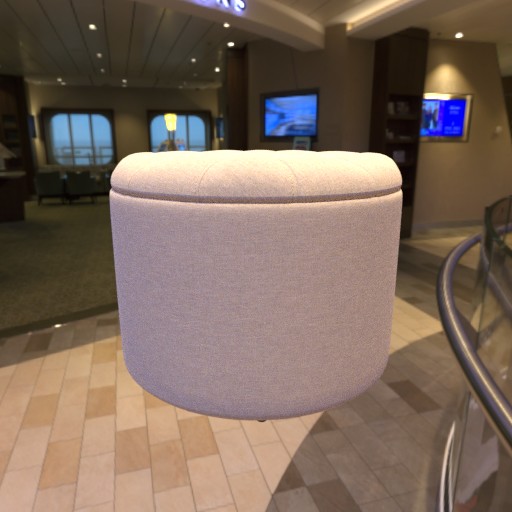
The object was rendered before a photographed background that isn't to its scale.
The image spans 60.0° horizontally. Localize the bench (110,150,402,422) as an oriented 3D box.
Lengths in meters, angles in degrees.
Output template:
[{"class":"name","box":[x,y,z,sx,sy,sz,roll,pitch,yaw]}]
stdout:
[{"class":"bench","box":[0.000,0.000,0.987,0.600,0.454,0.600,0,15,0]}]
